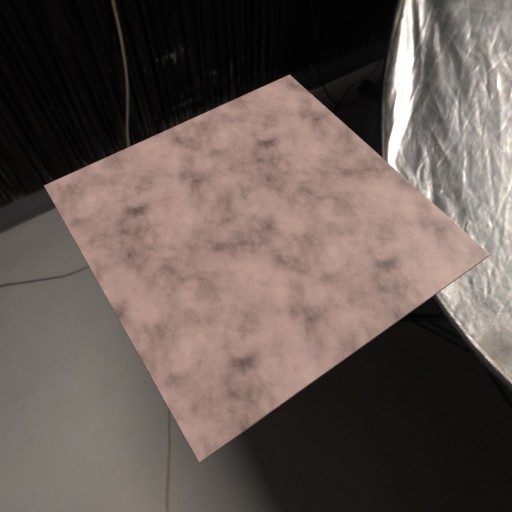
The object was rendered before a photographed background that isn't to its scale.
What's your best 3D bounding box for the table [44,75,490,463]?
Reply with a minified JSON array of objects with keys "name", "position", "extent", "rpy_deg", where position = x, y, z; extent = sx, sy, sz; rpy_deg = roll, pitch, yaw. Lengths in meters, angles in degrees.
[{"name":"table","position":[0.000,0.000,1.056],"extent":[0.670,0.305,0.670],"rpy_deg":[-30,64,-17]}]
